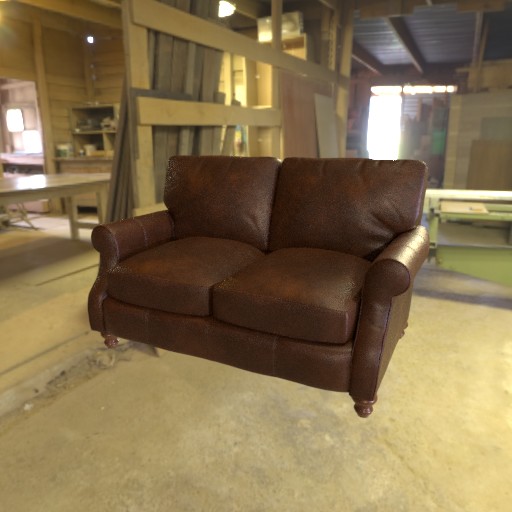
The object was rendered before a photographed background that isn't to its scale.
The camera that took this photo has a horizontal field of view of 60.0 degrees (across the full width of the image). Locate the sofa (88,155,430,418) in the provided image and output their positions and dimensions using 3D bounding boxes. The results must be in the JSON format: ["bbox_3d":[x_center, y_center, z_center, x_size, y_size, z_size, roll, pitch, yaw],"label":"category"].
[{"bbox_3d":[0.000,0.000,2.272,1.616,0.976,0.990,7,16,26],"label":"sofa"}]
